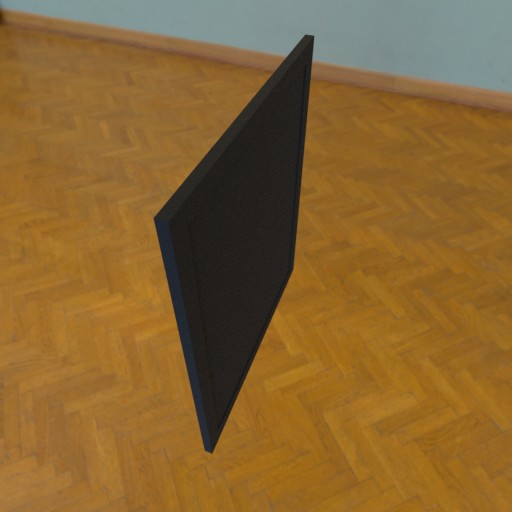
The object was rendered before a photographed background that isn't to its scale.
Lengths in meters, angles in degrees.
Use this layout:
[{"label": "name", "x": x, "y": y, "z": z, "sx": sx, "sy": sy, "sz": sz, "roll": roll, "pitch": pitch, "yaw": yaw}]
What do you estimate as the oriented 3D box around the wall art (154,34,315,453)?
[{"label": "wall art", "x": 0.000, "y": 0.000, "z": 0.490, "sx": 0.010, "sy": 0.361, "sz": 0.311, "roll": 15, "pitch": 48, "yaw": 14}]
